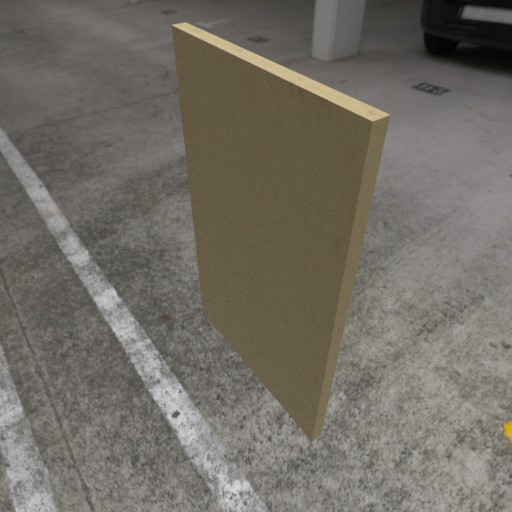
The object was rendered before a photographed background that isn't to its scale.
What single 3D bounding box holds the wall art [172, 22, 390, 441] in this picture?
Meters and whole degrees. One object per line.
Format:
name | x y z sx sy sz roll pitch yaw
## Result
wall art | 0.000 0.000 0.956 0.039 0.810 0.510 -26 48 -26
